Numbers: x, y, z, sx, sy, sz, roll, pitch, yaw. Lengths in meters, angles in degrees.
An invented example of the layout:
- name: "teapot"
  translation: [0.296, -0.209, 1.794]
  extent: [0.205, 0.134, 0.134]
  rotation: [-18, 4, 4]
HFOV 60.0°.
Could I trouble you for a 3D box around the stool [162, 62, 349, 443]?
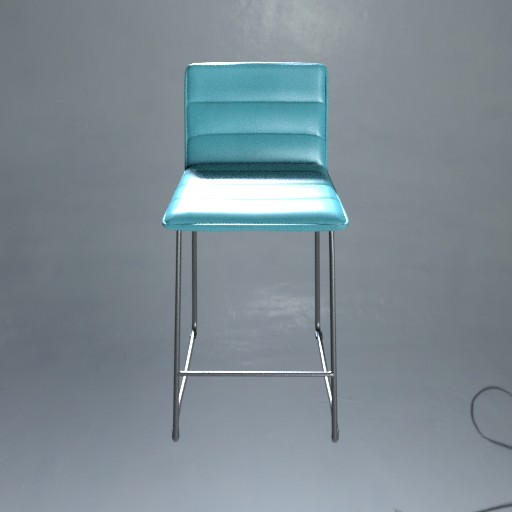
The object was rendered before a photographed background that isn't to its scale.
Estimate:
- name: "stool"
  translation: [0.000, 0.000, 1.224]
  extent: [0.489, 0.936, 0.524]
  rotation: [0, 30, 0]
